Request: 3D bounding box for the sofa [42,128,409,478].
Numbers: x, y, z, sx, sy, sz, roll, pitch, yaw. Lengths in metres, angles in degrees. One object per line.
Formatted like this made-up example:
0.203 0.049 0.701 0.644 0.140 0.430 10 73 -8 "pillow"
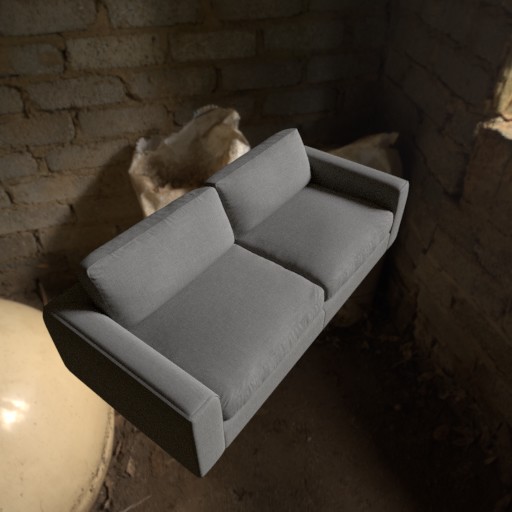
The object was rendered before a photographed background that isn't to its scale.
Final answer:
0.000 0.000 2.755 1.070 0.801 2.262 27 48 27 "sofa"
